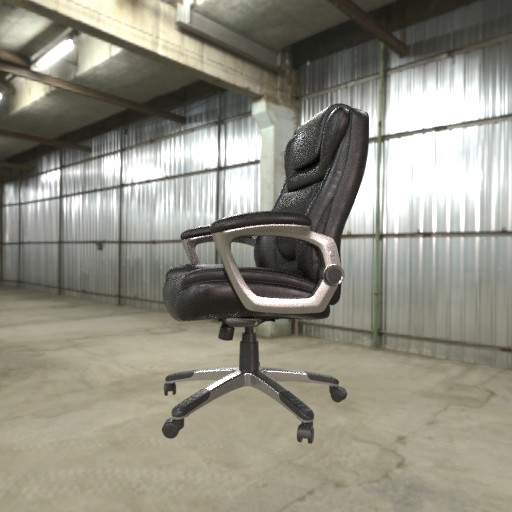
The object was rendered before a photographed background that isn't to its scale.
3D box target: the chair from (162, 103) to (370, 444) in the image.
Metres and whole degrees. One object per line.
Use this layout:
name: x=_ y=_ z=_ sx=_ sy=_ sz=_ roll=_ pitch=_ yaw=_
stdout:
chair: x=0.000 y=0.000 z=1.565 sx=0.689 sy=1.075 sz=0.697 roll=0 pitch=0 yaw=-18
